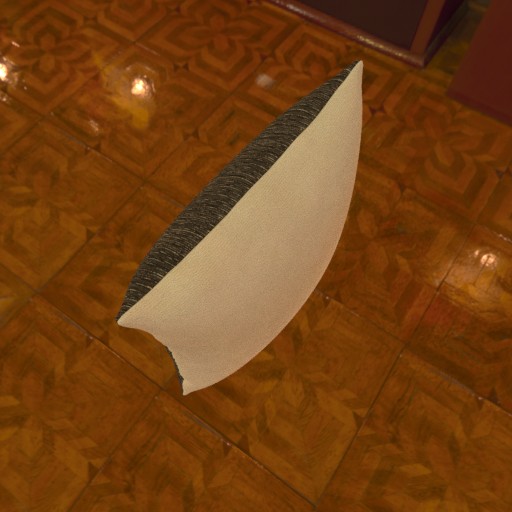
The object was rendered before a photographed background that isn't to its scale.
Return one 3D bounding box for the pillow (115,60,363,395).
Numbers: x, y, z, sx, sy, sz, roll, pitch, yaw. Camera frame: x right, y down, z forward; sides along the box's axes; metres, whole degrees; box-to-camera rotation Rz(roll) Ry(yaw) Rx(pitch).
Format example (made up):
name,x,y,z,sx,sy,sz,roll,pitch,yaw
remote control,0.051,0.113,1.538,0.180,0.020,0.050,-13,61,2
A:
name,x,y,z,sx,sy,sz,roll,pitch,yaw
pillow,0.000,0.000,0.675,0.196,0.434,0.433,34,69,15
